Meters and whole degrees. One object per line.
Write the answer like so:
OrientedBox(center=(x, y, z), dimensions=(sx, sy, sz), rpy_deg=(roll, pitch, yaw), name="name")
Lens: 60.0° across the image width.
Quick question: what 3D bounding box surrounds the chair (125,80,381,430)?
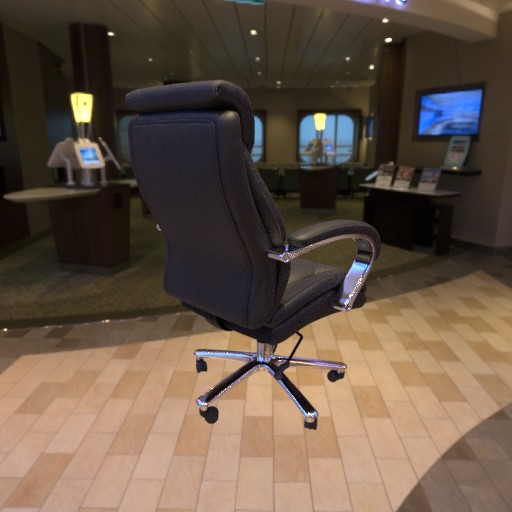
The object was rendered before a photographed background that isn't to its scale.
OrientedBox(center=(0.000, 0.000, 1.703), dimensions=(0.790, 1.183, 0.755), rpy_deg=(-14, 20, -43), name="chair")
